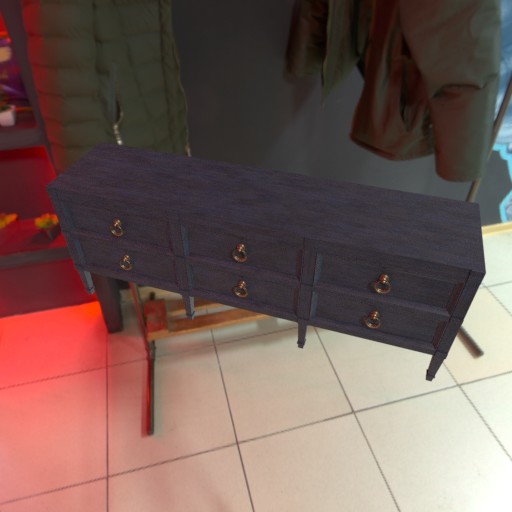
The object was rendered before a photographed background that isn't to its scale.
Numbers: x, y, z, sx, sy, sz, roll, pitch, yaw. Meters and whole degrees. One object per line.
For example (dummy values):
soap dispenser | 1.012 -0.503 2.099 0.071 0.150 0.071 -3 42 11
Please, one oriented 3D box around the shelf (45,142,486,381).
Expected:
shelf | 0.000 0.000 2.203 1.878 0.715 0.471 12 42 13
